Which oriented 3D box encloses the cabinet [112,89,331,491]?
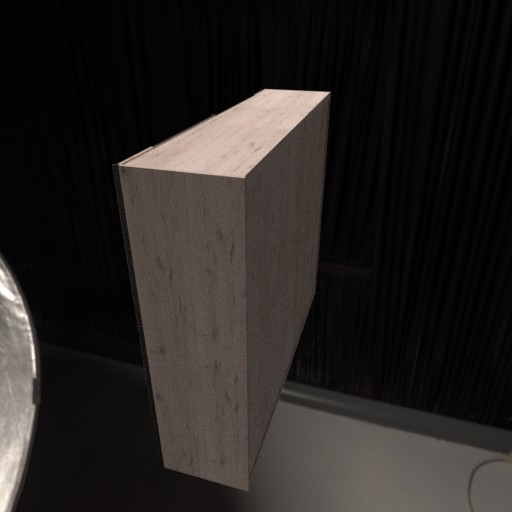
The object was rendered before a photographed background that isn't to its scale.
[{"bbox_3d":[0.000,0.000,3.574,0.660,2.180,2.500,8,30,15],"label":"cabinet"}]
